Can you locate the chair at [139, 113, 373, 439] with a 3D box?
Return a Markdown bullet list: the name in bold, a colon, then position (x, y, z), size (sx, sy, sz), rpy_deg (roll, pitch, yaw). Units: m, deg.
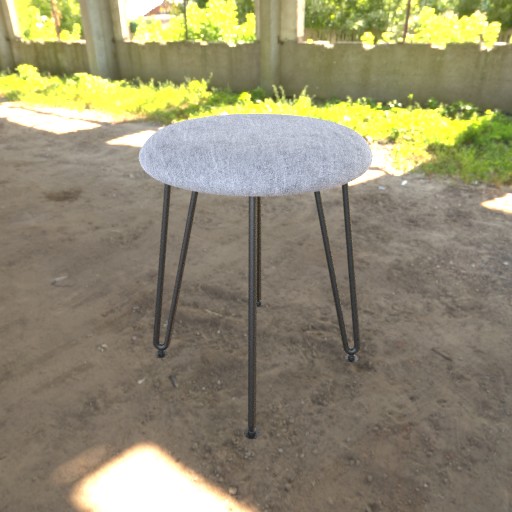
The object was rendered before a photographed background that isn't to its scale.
- **chair**: position (0.000, 0.000, 0.673), size (0.350, 0.386, 0.350), rpy_deg (1, 27, 2)
